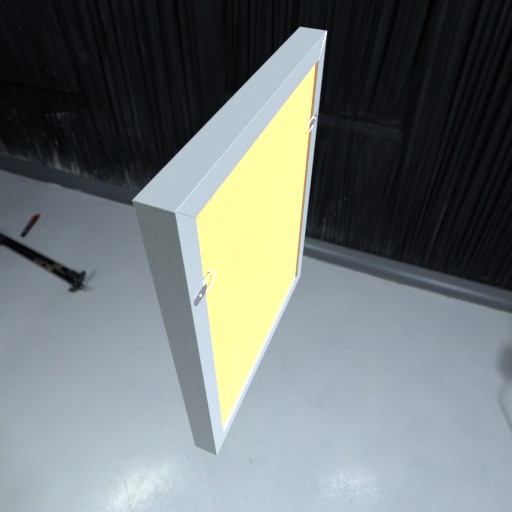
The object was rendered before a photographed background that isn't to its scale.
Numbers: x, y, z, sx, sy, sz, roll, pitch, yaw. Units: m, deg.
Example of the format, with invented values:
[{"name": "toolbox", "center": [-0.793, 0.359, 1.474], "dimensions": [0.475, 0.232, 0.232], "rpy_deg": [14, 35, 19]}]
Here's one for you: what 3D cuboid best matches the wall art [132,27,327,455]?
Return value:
[{"name": "wall art", "center": [0.000, 0.000, 0.494], "dimensions": [0.030, 0.379, 0.308], "rpy_deg": [17, 48, 16]}]
